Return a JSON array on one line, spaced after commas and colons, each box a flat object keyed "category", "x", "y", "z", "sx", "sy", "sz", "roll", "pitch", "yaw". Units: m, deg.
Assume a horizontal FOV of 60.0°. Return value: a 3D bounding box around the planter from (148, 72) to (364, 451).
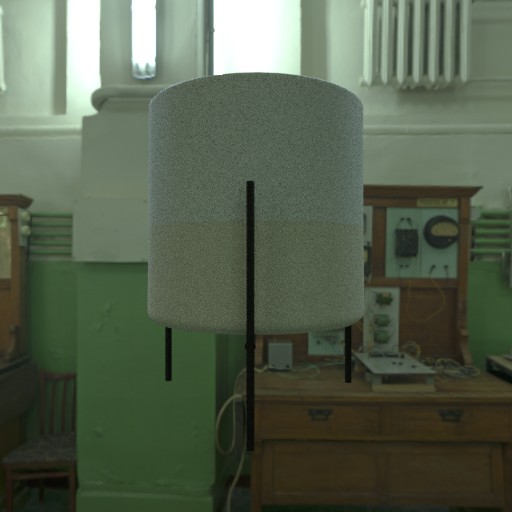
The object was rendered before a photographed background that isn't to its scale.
[{"category": "planter", "x": 0.000, "y": 0.000, "z": 0.646, "sx": 0.313, "sy": 0.423, "sz": 0.335, "roll": 0, "pitch": 0, "yaw": 1}]
